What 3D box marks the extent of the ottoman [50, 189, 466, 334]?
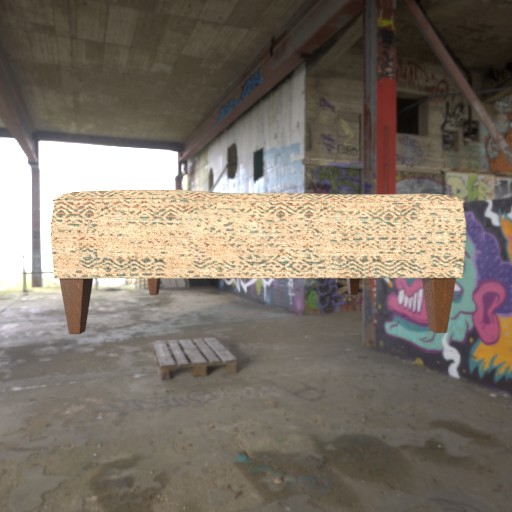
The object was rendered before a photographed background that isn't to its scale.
[{"bbox_3d":[0.000,0.000,1.522,0.968,0.356,1.004,0,1,-1],"label":"ottoman"}]
